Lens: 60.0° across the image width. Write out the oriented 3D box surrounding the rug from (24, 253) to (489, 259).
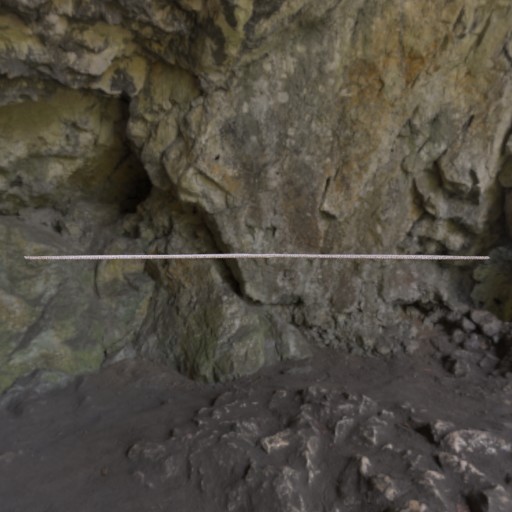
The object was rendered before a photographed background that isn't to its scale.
[{"bbox_3d":[0.000,0.000,2.964,2.283,0.030,1.596,0,0,0],"label":"rug"}]
